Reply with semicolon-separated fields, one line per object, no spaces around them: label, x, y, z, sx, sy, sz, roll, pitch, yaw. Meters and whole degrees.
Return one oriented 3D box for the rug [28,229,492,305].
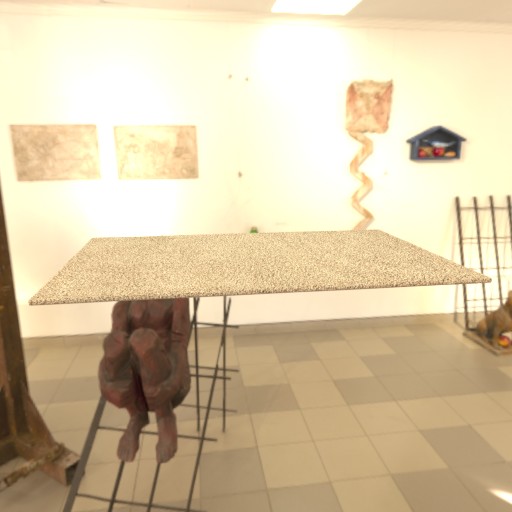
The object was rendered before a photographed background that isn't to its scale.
rug;0.000;0.000;3.014;2.438;0.030;1.524;-2;14;-8
